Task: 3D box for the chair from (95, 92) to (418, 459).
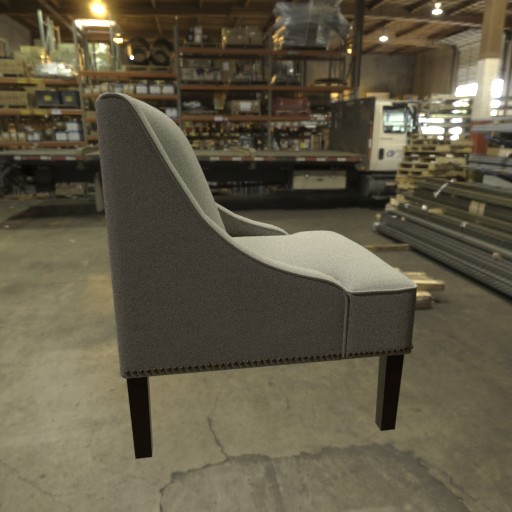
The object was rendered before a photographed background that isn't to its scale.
[{"bbox_3d":[0.000,0.000,1.327,0.748,0.872,0.628,-3,16,-9],"label":"chair"}]
